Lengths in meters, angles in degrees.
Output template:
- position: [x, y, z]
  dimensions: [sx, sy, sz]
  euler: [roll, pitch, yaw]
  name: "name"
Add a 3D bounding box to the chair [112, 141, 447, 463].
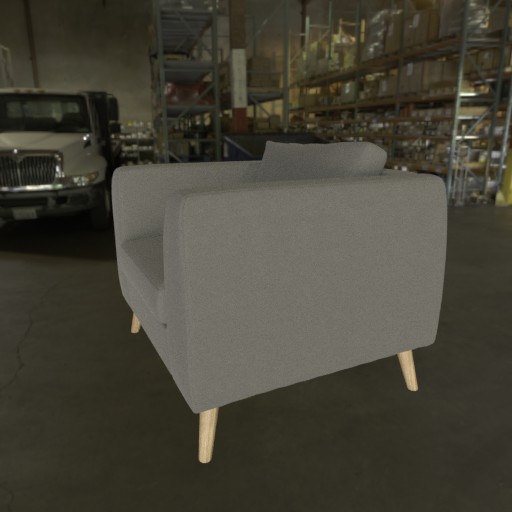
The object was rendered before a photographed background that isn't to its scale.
- position: [0.000, 0.000, 1.705]
  dimensions: [0.930, 0.860, 1.000]
  euler: [-8, 18, -26]
  name: "chair"
